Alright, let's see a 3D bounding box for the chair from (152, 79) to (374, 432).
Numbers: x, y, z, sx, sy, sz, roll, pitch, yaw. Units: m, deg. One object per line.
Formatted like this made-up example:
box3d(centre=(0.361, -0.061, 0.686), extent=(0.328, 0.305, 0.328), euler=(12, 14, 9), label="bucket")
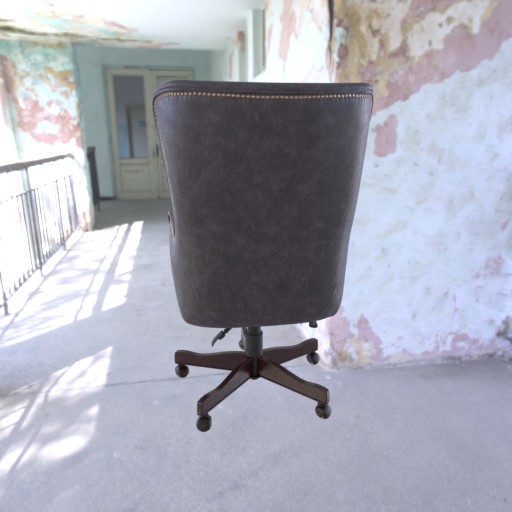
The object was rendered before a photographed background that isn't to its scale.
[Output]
box3d(centre=(0.000, 0.000, 1.479), extent=(0.594, 1.037, 0.717), euler=(-2, 16, -8), label="chair")
